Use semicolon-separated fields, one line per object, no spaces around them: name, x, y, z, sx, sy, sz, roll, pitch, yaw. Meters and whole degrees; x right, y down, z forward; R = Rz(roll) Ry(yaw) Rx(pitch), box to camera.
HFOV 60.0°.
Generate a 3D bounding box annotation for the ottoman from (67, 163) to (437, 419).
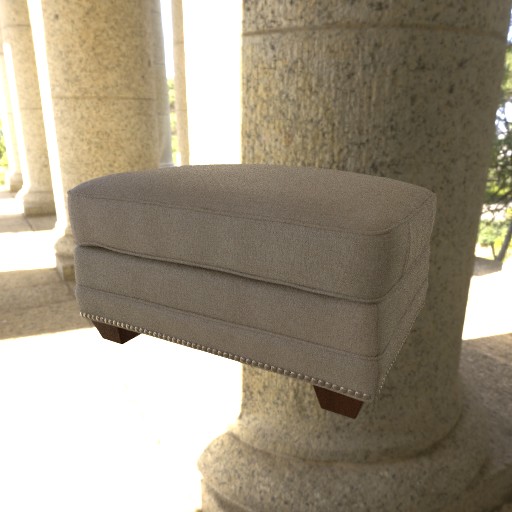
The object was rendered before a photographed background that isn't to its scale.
ottoman;0.000;0.000;1.165;0.813;0.458;0.559;9;19;28
